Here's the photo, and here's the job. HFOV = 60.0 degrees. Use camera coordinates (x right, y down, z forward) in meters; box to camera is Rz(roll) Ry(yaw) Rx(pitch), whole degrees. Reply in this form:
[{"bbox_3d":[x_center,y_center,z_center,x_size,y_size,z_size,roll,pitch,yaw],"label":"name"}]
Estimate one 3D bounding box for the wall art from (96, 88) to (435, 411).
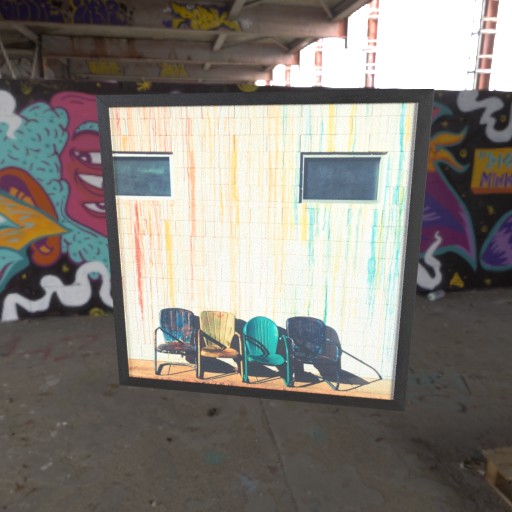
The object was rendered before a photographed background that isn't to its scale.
[{"bbox_3d":[0.000,0.000,1.097,0.763,0.763,0.039,2,14,9],"label":"wall art"}]
